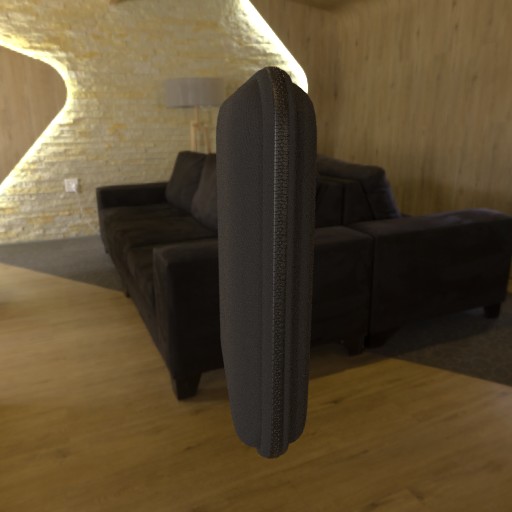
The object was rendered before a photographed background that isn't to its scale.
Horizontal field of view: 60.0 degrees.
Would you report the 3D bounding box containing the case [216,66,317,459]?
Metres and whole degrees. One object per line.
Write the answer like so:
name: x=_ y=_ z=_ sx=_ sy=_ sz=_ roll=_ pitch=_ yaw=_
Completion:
case: x=0.000 y=0.000 z=0.197 sx=0.030 sy=0.147 sz=0.107 roll=-2 pitch=16 yaw=-8
